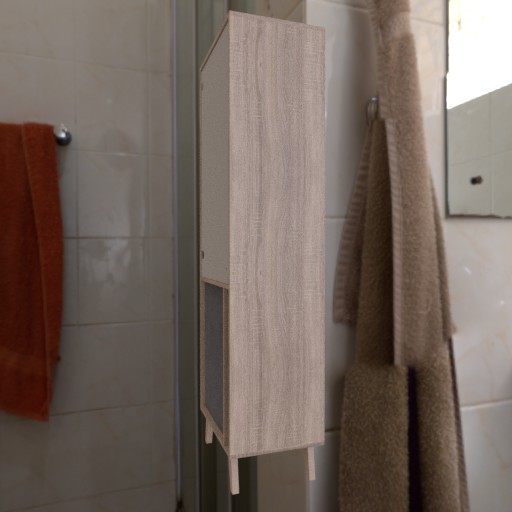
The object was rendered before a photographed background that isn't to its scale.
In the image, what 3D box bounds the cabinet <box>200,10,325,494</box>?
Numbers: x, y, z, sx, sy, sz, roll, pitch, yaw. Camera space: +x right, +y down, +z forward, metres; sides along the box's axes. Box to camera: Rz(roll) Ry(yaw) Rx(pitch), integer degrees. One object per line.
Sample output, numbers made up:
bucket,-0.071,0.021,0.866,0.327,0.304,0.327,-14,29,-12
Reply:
cabinet,0.000,0.000,2.008,0.400,1.850,0.570,0,1,-18
